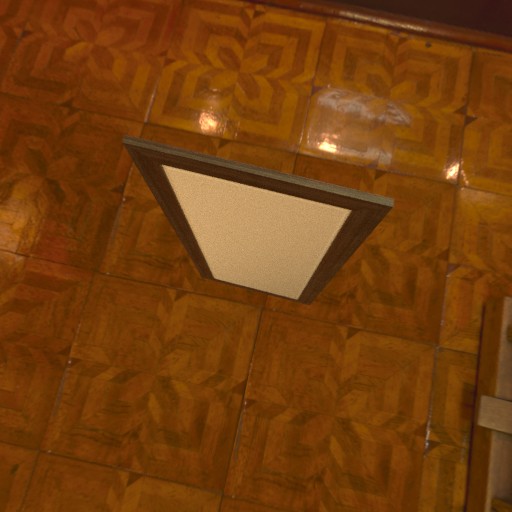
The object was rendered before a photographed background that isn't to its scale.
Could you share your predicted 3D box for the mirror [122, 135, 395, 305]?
[{"bbox_3d":[0.000,0.000,2.274,0.812,2.032,0.025,14,76,4],"label":"mirror"}]
